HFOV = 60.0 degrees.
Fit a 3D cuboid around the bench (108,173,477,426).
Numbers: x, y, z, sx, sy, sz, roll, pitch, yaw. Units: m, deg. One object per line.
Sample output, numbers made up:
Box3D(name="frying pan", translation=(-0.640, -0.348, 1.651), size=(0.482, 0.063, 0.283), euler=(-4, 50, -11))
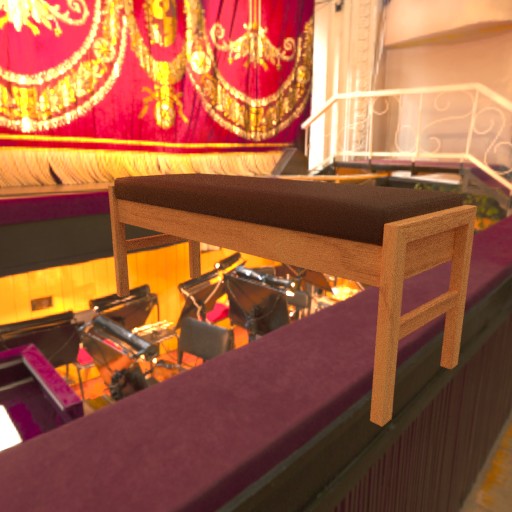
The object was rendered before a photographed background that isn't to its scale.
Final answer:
Box3D(name="bench", translation=(0.000, 0.000, 1.459), size=(0.405, 0.480, 1.200), euler=(-13, 19, -43))
